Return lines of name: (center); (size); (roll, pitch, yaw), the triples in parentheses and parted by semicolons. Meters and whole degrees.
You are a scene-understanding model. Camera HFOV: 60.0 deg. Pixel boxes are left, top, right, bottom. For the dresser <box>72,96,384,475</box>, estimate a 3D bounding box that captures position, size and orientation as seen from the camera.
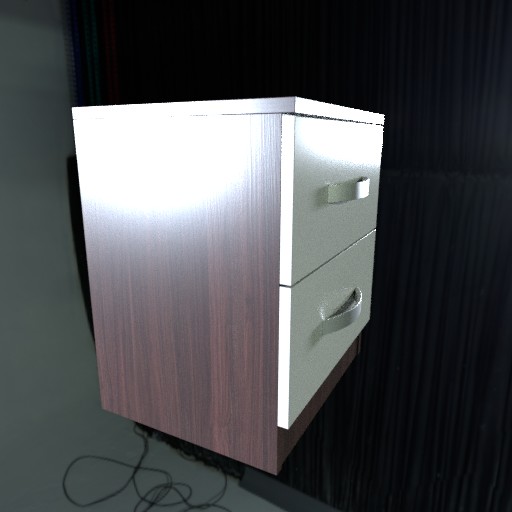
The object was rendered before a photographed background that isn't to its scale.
dresser: (0.000, 0.000, 0.757); (0.360, 0.470, 0.400); (8, 17, 27)
